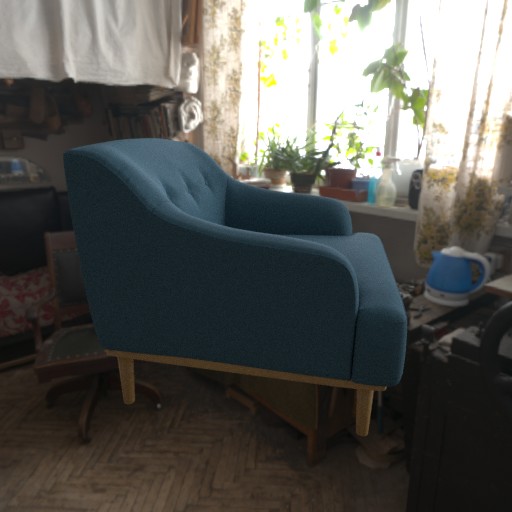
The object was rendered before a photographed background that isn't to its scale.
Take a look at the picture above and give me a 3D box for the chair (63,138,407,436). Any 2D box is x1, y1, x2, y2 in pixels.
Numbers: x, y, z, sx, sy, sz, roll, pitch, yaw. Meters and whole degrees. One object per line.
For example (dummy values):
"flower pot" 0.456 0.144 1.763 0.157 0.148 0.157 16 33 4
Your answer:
"chair" 0.000 0.000 1.602 0.951 0.818 0.946 3 16 10
